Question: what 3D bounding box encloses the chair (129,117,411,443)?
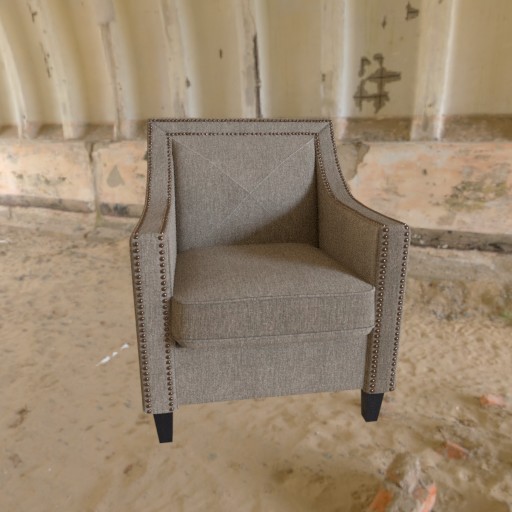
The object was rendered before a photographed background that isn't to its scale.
[{"bbox_3d":[0.000,0.000,1.588,0.776,0.967,0.884,-2,16,-8],"label":"chair"}]
